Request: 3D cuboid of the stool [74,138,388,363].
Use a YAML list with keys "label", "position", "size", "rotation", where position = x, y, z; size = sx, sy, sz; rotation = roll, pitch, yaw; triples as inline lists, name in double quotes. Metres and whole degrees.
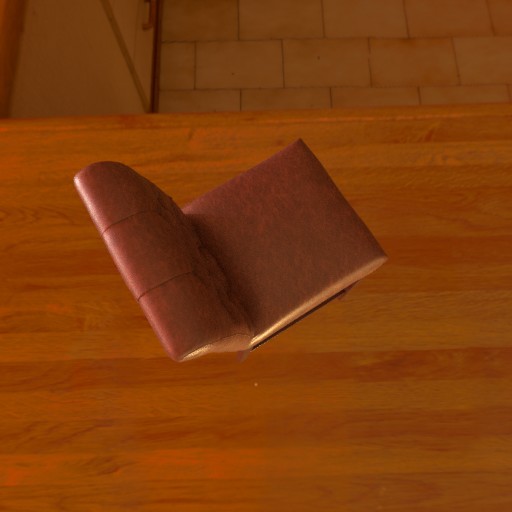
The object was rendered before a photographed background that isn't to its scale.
- label: "stool"
  position: [0.000, 0.000, 1.432]
  size: [0.660, 1.084, 0.486]
  rotation: [-31, 76, -8]
